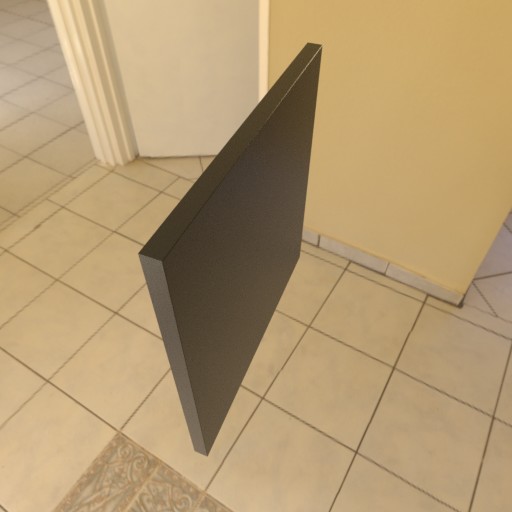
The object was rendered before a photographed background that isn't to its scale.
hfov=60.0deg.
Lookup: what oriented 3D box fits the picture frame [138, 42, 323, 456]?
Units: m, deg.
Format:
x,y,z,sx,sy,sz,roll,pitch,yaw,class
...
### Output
x,y,z,sx,sy,sz,roll,pitch,yaw,class
0.000,0.000,0.820,0.029,0.557,0.559,17,49,15,picture frame
